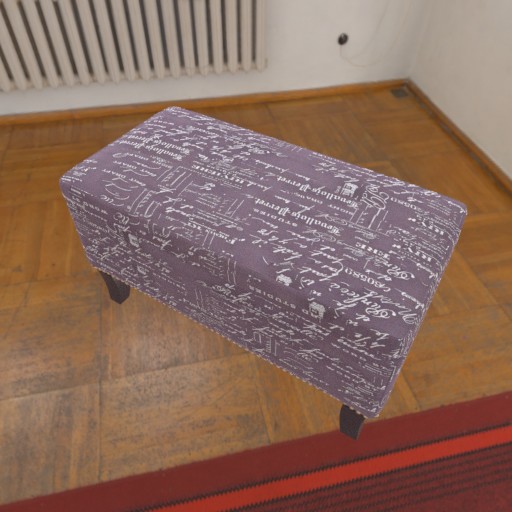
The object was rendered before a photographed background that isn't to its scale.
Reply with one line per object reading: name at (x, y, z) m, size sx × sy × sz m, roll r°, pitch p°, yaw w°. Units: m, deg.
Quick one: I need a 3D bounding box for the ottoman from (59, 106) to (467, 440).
ottoman at (0.000, 0.000, 1.087) m, size 0.813 × 0.457 × 0.406 m, roll 24°, pitch 51°, yaw 22°
